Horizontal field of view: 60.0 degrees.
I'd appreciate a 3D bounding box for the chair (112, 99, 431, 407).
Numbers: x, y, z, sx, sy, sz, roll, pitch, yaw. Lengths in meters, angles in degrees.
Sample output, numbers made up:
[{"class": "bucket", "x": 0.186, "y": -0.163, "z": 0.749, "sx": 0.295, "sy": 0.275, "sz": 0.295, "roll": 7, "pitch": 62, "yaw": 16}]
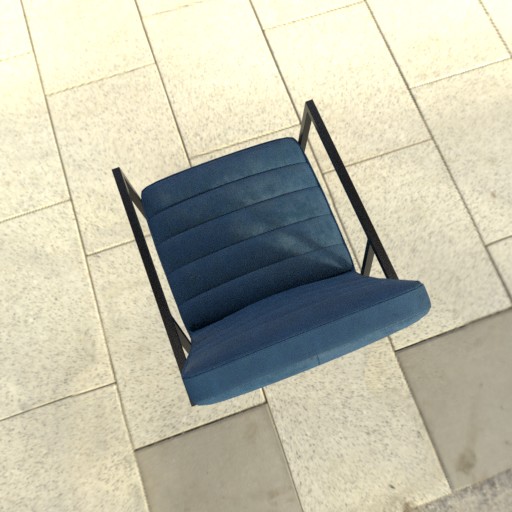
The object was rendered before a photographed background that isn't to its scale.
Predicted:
[{"class": "chair", "x": 0.000, "y": 0.000, "z": 1.307, "sx": 0.571, "sy": 0.833, "sz": 0.677, "roll": -21, "pitch": 77, "yaw": -5}]
